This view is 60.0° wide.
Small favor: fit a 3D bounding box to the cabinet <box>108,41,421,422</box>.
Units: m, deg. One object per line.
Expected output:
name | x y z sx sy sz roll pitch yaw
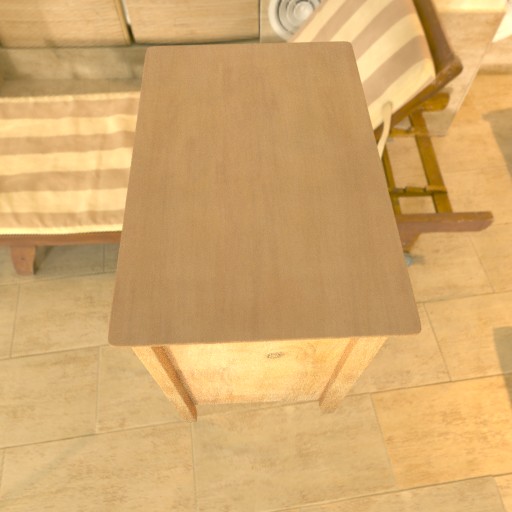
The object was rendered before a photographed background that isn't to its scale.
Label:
cabinet | 0.000 0.000 1.221 0.503 0.762 0.763 -2 59 -1
